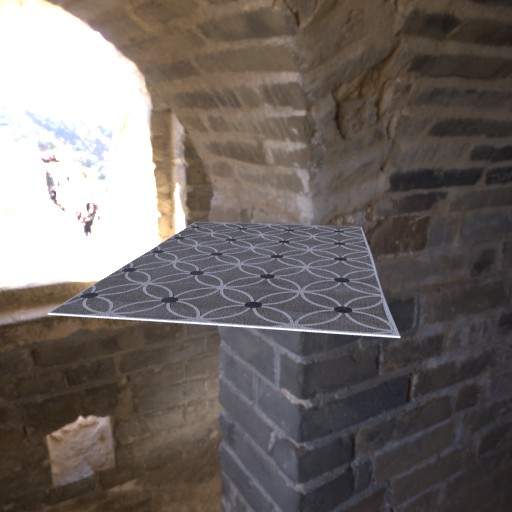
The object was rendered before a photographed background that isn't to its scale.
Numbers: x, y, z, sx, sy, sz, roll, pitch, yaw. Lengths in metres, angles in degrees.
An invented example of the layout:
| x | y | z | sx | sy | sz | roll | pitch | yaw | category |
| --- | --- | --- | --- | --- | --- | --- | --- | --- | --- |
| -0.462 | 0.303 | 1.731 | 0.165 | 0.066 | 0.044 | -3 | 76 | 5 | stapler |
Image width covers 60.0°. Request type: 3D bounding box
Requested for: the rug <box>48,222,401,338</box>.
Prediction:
| x | y | z | sx | sy | sz | roll | pitch | yaw | category |
| --- | --- | --- | --- | --- | --- | --- | --- | --- | --- |
| 0.000 | 0.000 | 2.938 | 1.522 | 0.008 | 2.284 | 2 | 15 | 9 | rug |
